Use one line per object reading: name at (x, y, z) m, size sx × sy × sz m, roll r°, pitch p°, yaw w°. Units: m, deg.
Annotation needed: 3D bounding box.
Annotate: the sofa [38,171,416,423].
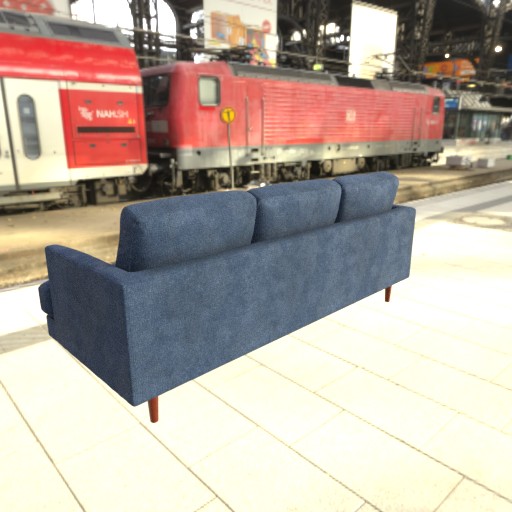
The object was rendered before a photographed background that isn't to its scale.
sofa at (0.000, 0.000, 2.672) m, size 2.246 × 0.930 × 0.903 m, roll -15°, pitch 22°, yaw -42°
